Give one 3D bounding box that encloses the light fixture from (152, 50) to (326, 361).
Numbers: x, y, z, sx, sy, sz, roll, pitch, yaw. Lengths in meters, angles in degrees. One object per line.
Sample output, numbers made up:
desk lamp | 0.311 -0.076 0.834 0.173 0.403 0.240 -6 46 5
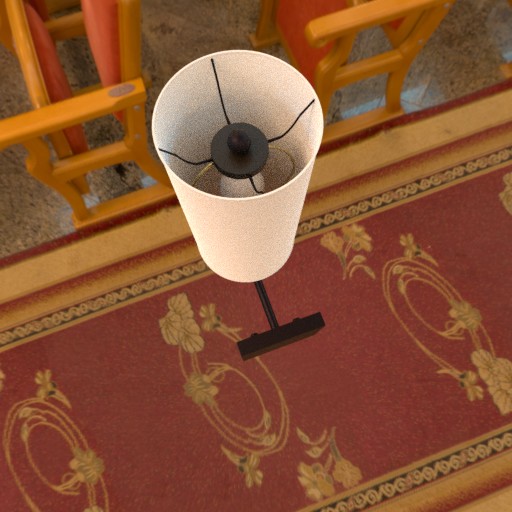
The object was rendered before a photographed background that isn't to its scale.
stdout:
light fixture | 0.000 0.000 0.542 0.128 0.462 0.208 -19 75 -5
